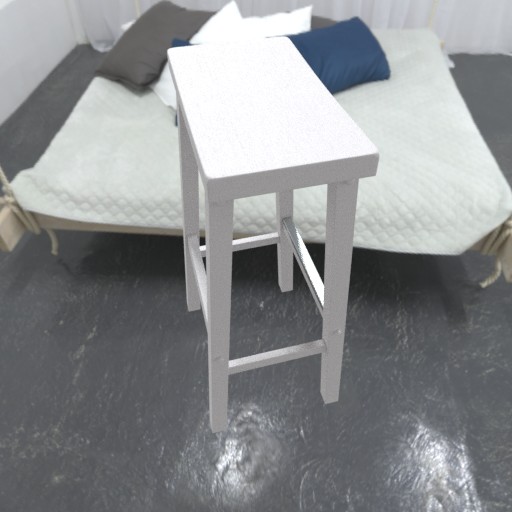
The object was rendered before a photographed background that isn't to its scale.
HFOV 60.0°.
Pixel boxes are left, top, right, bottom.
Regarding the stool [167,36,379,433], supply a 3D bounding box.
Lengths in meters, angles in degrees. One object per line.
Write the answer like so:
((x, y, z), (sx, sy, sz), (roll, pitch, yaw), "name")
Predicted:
((0.000, 0.000, 0.957), (0.322, 0.742, 0.406), (-11, 48, -10), "stool")
